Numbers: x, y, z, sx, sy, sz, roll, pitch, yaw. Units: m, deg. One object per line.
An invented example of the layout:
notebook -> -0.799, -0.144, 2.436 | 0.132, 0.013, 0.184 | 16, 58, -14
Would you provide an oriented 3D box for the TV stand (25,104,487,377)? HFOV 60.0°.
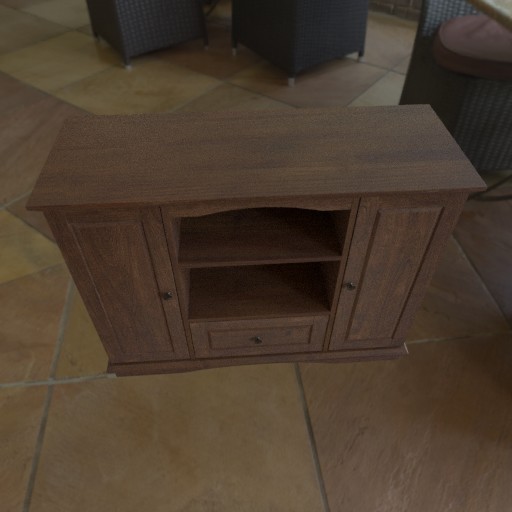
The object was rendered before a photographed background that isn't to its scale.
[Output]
TV stand -> 0.000, 0.000, 1.452 | 1.067, 0.813, 0.406 | -3, 46, -3
